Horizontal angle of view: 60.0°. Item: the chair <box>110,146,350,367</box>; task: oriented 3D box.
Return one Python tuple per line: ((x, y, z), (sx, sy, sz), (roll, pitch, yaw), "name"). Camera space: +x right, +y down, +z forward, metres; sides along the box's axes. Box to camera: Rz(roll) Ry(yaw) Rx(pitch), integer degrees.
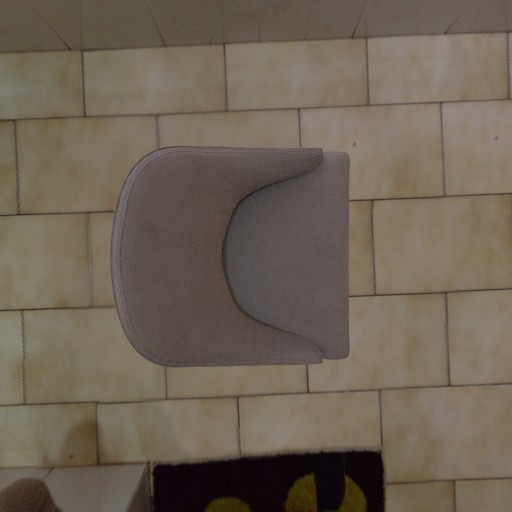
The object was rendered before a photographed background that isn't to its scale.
((0.000, 0.000, 1.289), (0.575, 0.889, 0.643), (0, 90, 0), "chair")
